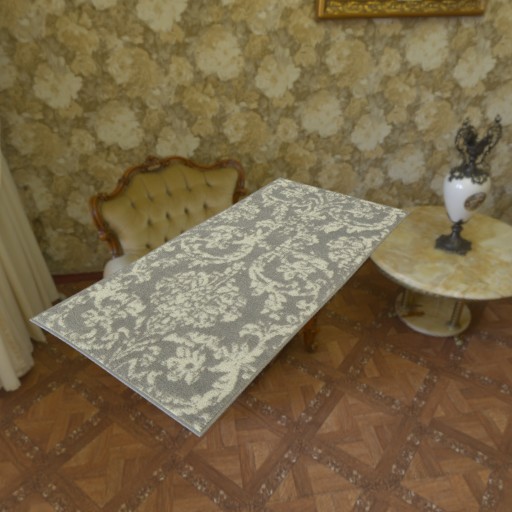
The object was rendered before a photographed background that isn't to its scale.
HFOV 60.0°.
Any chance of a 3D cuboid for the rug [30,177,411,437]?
[{"bbox_3d":[0.000,0.000,1.439,0.604,0.007,1.219,21,38,30],"label":"rug"}]
